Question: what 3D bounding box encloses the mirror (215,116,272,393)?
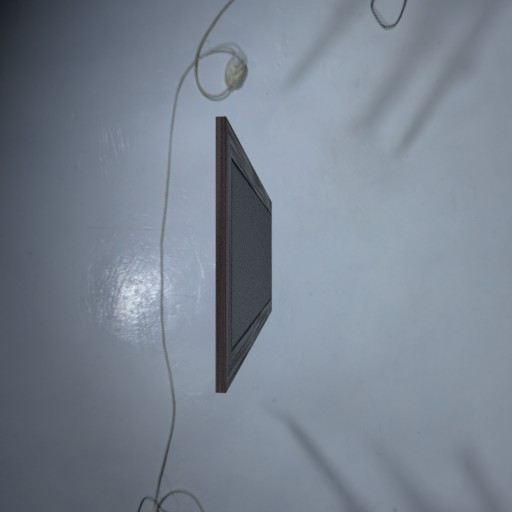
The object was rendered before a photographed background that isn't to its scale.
[{"bbox_3d":[0.000,0.000,2.310,0.221,2.020,0.812,0,90,0],"label":"mirror"}]
